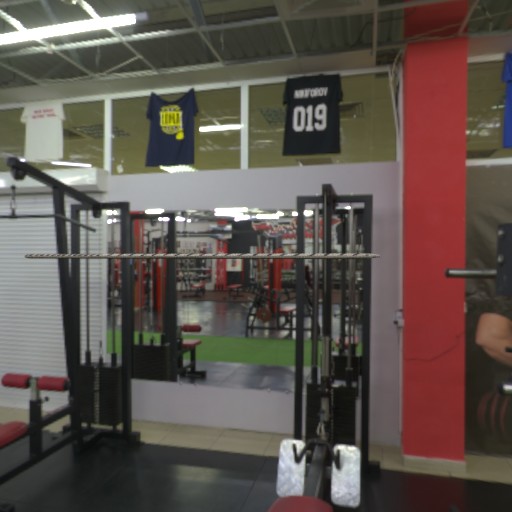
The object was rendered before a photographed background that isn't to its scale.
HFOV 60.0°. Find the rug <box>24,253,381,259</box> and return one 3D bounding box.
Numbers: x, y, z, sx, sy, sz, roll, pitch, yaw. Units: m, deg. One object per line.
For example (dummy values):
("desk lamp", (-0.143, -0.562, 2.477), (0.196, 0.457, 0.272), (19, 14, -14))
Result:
("rug", (0.000, 0.000, 2.329), (1.237, 0.019, 1.842), (0, 0, 17))
